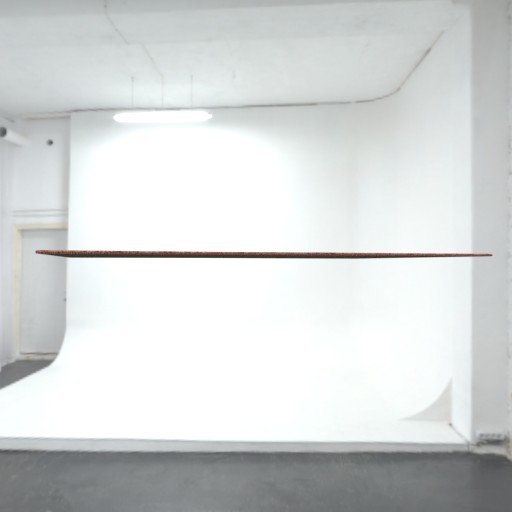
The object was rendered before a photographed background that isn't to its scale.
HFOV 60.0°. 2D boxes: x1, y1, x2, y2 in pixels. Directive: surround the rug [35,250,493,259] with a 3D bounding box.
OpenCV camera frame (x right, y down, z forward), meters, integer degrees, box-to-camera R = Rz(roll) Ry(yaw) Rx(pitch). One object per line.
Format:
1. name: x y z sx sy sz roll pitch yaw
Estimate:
1. rug: 0.000 0.000 2.953 2.438 0.015 1.524 0 -1 -18
